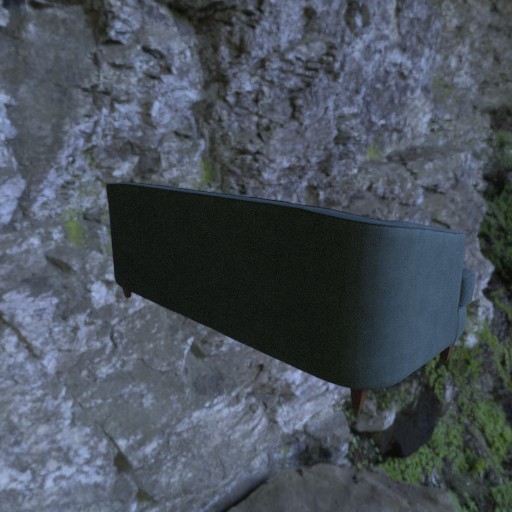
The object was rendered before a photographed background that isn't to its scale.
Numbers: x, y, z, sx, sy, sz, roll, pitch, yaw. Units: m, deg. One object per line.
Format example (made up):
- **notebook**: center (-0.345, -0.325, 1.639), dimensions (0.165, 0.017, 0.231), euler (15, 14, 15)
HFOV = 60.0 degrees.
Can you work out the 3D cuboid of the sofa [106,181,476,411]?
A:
- **sofa**: center (0.000, 0.000, 2.701), dimensions (0.941, 0.855, 2.278), euler (-14, 21, -43)
